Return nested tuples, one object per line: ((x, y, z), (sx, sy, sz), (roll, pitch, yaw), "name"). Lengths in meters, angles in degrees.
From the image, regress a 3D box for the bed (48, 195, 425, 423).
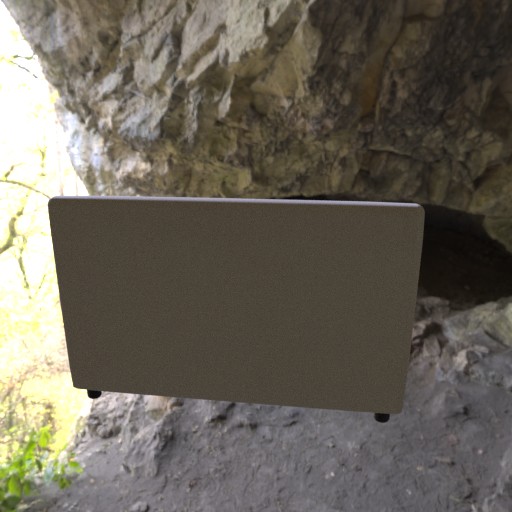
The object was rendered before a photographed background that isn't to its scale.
((0.000, 0.000, 3.607), (2.119, 1.317, 2.341), (2, 17, 7), "bed")
